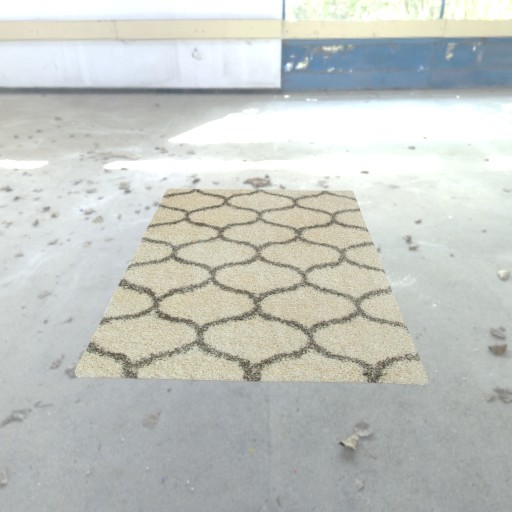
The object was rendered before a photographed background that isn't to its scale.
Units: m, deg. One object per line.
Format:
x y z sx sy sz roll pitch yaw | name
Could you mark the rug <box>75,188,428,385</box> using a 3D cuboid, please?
0.000 0.000 2.171 1.200 0.025 1.600 1 32 1 | rug
